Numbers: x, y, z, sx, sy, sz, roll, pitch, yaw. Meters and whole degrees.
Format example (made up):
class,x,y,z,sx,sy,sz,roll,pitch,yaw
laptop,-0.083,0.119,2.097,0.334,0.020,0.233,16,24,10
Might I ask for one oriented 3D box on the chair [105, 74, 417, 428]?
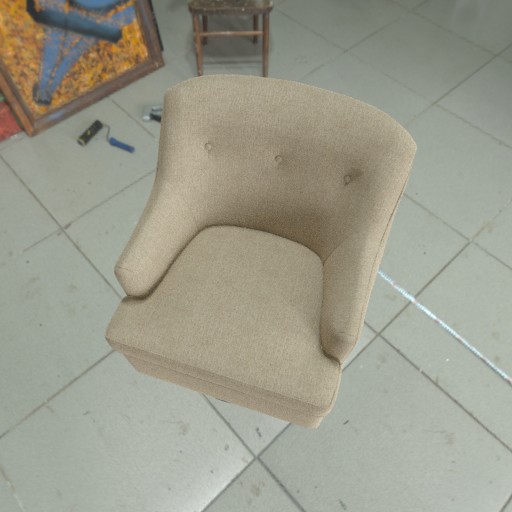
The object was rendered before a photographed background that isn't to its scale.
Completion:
class,x,y,z,sx,sy,sz,roll,pitch,yaw
chair,0.000,0.000,1.605,0.864,0.856,0.923,15,59,9
